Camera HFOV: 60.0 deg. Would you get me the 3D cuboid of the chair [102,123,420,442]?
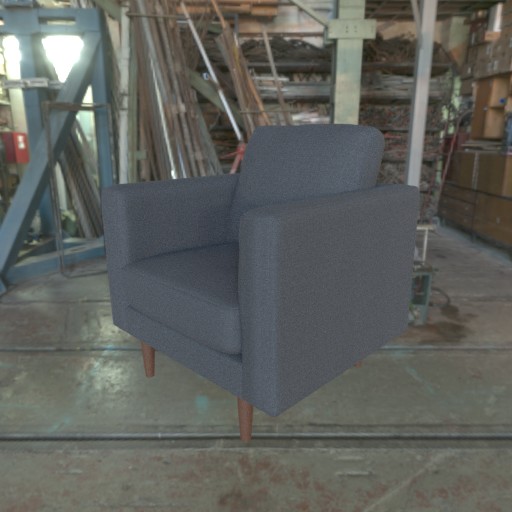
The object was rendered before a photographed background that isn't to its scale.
[{"bbox_3d":[0.000,0.000,1.608,0.854,0.927,0.800,15,21,42],"label":"chair"}]
